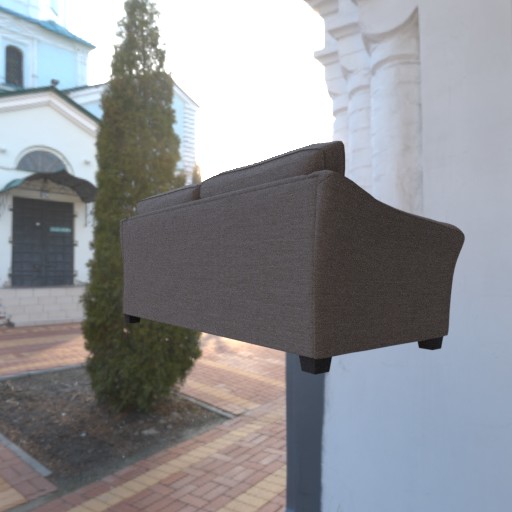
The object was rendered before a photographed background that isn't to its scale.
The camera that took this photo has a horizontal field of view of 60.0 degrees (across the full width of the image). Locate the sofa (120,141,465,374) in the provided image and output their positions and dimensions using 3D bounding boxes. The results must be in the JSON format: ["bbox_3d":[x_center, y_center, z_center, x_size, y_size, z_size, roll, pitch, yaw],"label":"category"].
[{"bbox_3d":[0.000,0.000,2.791,0.980,0.965,2.270,1,-2,-37],"label":"sofa"}]
